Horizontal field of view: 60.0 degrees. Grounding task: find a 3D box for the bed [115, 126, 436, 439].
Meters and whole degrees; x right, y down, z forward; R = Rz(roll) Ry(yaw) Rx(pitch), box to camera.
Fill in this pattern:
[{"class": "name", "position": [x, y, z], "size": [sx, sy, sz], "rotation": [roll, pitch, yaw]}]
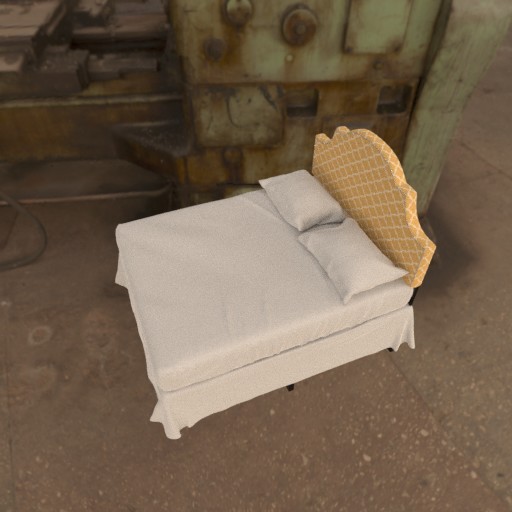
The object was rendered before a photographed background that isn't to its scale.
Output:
[{"class": "bed", "position": [0.000, 0.000, 3.495], "size": [2.222, 1.633, 1.780], "rotation": [-16, 48, -15]}]
